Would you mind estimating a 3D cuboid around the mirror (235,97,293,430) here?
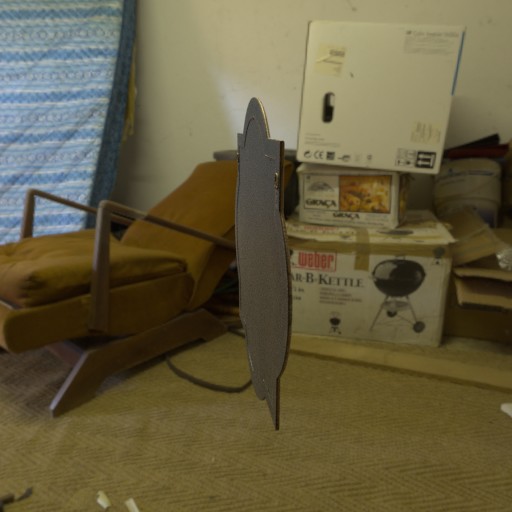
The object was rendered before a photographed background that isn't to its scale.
[{"bbox_3d":[0.000,0.000,1.043,0.019,0.686,0.686,-3,17,-9],"label":"mirror"}]
